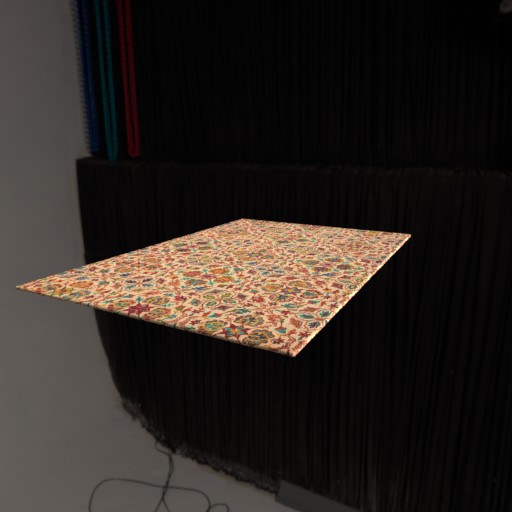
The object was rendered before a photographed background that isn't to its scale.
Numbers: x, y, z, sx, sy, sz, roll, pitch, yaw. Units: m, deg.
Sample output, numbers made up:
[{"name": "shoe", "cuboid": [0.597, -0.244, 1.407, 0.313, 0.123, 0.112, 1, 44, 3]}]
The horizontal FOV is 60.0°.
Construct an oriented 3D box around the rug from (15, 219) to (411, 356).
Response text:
[{"name": "rug", "cuboid": [0.000, 0.000, 2.868, 1.541, 0.018, 2.297, 8, 16, 27]}]
